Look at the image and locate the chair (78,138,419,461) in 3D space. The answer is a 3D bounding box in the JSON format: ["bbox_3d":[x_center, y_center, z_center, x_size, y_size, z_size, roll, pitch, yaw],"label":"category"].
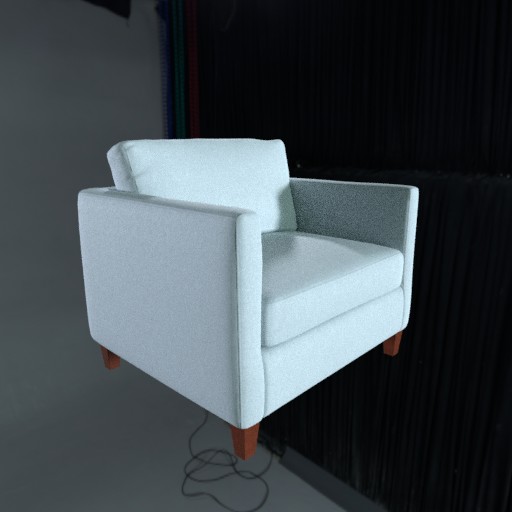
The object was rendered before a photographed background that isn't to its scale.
[{"bbox_3d":[0.000,0.000,1.862,0.953,0.961,1.107,13,19,42],"label":"chair"}]
